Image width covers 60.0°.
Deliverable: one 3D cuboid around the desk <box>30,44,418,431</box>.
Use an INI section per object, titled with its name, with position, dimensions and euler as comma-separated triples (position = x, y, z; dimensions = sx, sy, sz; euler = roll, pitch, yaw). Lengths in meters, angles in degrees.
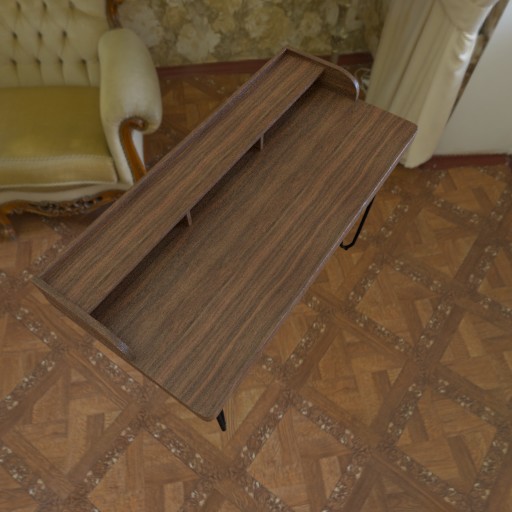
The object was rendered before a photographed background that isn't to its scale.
[desk]
position = 0.000, 0.000, 1.657
dimensions = 0.565, 0.854, 1.200
euler = 31, 64, 17
